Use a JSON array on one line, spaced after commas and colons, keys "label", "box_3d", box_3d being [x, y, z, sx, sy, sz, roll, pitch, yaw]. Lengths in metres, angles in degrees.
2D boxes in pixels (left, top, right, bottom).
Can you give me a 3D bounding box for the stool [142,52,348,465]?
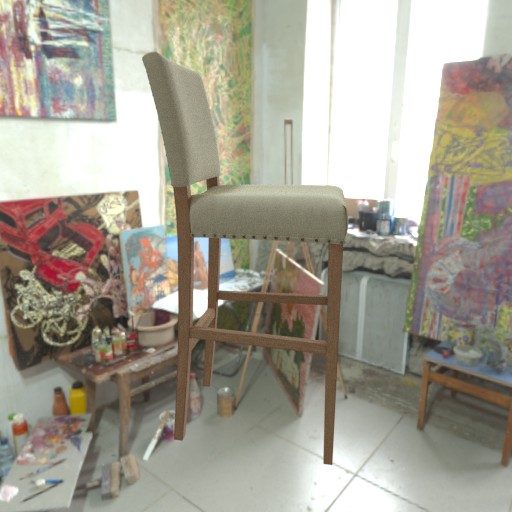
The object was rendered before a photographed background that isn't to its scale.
[{"label": "stool", "box_3d": [0.000, 0.000, 1.402, 0.546, 1.143, 0.428, 2, 15, 9]}]
